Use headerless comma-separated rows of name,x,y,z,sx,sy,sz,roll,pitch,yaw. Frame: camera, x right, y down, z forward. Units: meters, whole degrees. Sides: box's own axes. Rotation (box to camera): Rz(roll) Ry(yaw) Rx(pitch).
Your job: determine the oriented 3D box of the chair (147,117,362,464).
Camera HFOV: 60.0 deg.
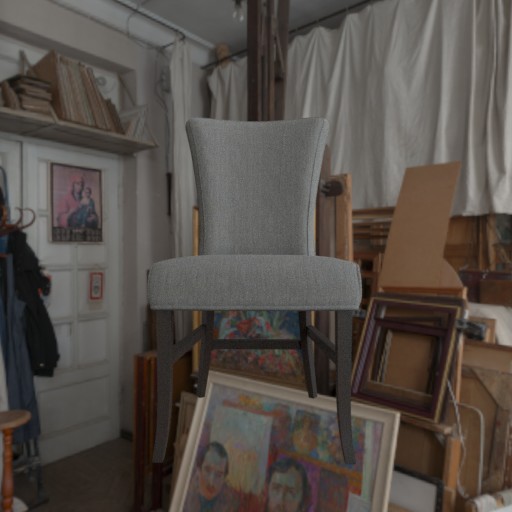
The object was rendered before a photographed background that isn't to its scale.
chair,0.000,0.000,1.366,0.520,0.991,0.660,0,0,1
